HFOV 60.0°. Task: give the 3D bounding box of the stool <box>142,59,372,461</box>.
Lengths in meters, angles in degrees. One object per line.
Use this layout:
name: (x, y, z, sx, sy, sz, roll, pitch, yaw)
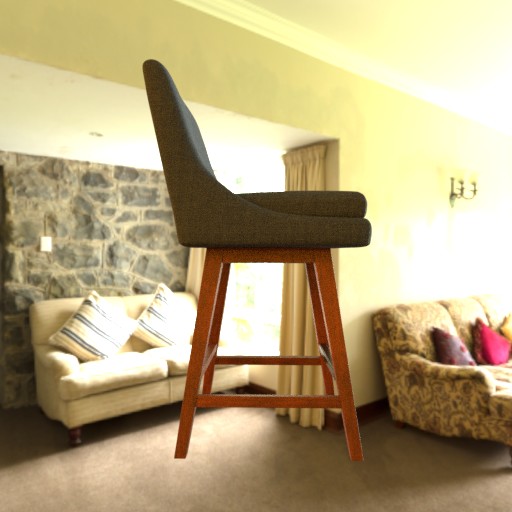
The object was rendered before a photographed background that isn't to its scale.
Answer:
stool: (0.000, 0.000, 1.187, 0.524, 0.895, 0.467, 0, 1, 2)
